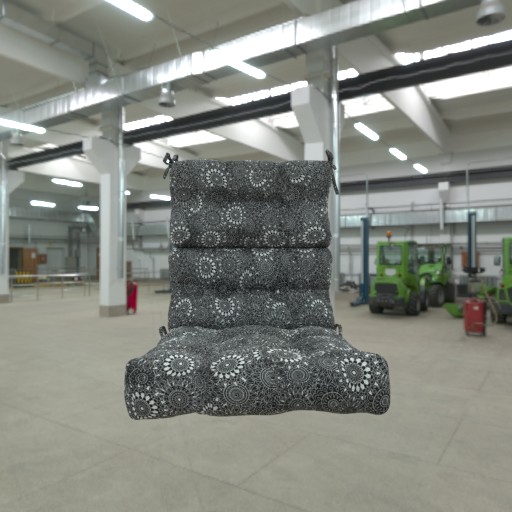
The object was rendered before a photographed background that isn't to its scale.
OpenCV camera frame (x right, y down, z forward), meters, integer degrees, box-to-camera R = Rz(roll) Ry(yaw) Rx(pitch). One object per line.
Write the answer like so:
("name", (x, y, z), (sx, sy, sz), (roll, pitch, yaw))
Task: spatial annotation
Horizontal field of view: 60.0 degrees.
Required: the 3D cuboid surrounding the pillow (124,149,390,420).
("pillow", (0.000, 0.000, 1.049), (0.519, 0.605, 0.571), (0, 0, -2))
